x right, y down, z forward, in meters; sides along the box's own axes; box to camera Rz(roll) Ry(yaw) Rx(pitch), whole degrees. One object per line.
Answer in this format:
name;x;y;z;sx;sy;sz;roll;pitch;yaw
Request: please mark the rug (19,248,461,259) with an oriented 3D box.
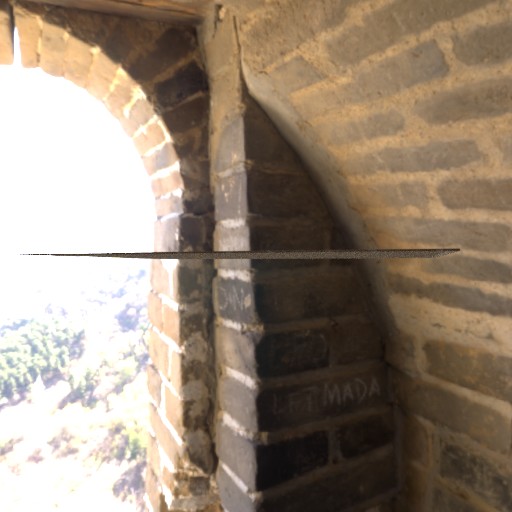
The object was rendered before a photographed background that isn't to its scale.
rug;0.000;0.000;2.720;2.134;0.010;1.524;0;-1;19
